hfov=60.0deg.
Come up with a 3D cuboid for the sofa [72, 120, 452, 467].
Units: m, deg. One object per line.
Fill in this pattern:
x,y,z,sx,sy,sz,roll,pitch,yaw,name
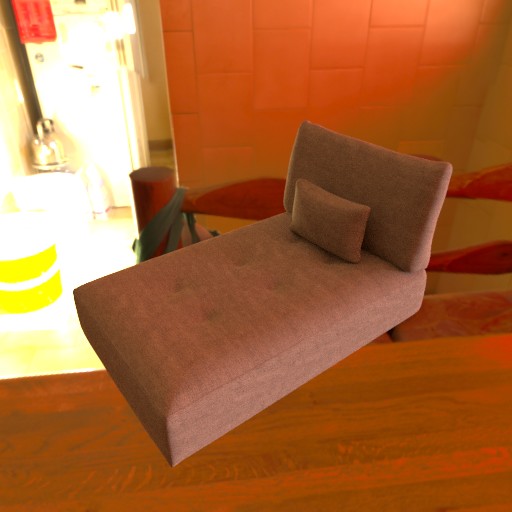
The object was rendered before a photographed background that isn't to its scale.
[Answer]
0.000,0.000,1.995,1.450,0.820,0.930,-22,37,-31,sofa
